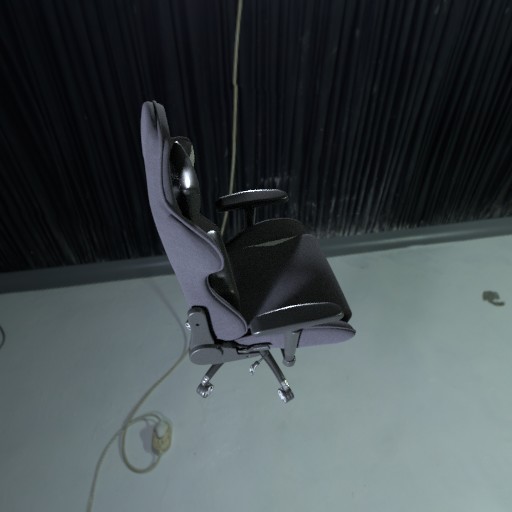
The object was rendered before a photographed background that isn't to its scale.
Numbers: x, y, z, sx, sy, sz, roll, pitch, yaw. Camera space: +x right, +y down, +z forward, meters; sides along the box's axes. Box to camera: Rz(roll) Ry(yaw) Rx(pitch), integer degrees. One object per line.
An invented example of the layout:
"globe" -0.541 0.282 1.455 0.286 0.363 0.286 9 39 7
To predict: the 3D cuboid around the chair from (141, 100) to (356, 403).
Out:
"chair" 0.000 0.000 1.729 0.695 1.300 0.730 -10 48 -10
